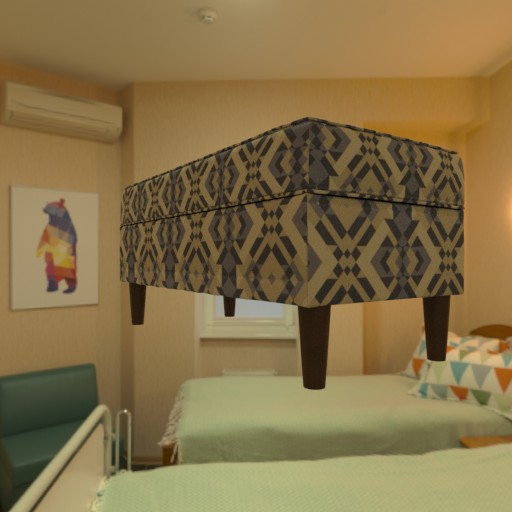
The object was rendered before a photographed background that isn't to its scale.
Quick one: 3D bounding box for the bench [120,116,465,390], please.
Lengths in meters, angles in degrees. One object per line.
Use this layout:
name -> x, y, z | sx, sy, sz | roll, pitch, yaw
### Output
bench -> 0.000, 0.000, 1.286 | 0.492, 0.477, 1.016 | 0, 0, -35
